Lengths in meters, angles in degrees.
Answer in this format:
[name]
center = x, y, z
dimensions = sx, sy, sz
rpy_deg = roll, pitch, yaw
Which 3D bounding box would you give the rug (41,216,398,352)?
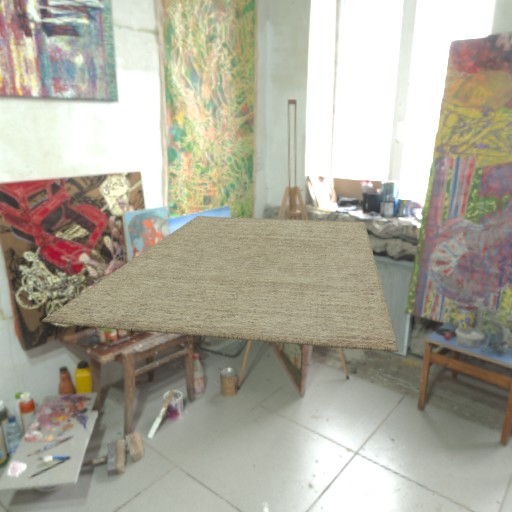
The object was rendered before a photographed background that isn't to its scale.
[rug]
center = 0.000, 0.000, 2.314
dimensions = 1.211, 0.018, 1.822
rpy_deg = 3, 17, 10
